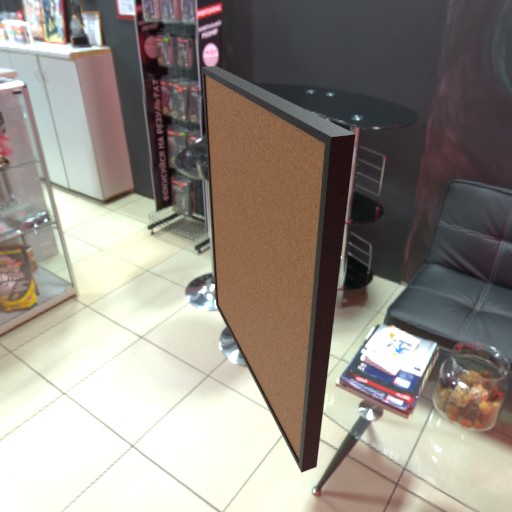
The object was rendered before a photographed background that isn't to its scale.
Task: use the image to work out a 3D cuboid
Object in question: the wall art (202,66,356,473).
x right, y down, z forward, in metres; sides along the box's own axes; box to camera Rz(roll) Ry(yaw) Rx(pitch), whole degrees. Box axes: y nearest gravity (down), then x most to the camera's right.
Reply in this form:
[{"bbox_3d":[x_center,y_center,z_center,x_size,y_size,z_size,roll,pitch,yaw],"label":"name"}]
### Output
[{"bbox_3d":[0.000,0.000,0.535,0.019,0.381,0.330,-11,33,-18],"label":"wall art"}]
